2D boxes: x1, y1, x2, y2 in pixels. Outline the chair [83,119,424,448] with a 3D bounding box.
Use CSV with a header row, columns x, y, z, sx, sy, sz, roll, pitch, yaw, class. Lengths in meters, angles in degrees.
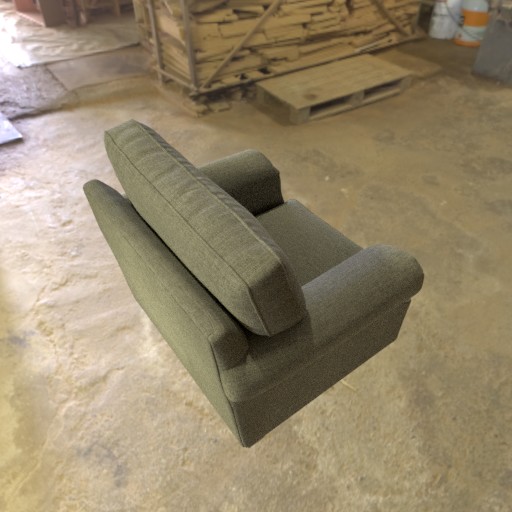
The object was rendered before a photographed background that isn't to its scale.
x,y,z,sx,sy,sz,roll,pitch,yaw,class
0.000,0.000,1.804,0.965,0.961,1.092,-27,49,-26,chair
